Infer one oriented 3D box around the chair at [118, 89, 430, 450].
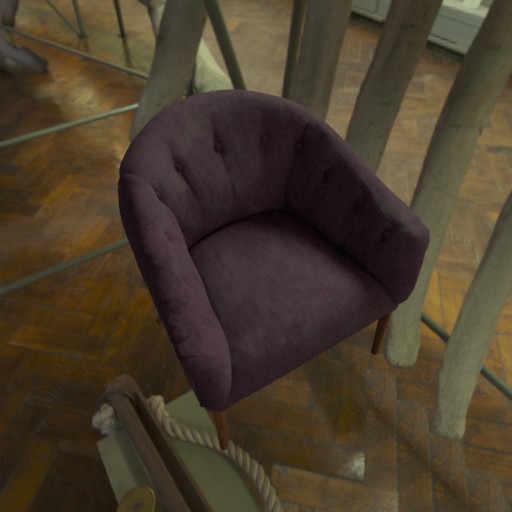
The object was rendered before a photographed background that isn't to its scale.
[{"bbox_3d":[0.000,0.000,1.524,0.851,0.885,0.776,-24,50,-22],"label":"chair"}]
